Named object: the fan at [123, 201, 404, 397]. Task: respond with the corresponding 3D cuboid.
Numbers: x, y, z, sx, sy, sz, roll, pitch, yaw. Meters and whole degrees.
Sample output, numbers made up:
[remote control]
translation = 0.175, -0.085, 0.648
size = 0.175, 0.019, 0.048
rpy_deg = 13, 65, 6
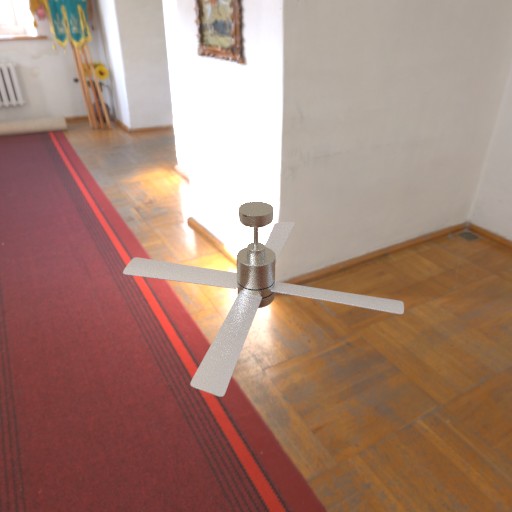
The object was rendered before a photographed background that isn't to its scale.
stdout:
[fan]
translation = 0.000, 0.000, 2.284
size = 1.525, 0.539, 1.525
rpy_deg = 8, 32, 13
